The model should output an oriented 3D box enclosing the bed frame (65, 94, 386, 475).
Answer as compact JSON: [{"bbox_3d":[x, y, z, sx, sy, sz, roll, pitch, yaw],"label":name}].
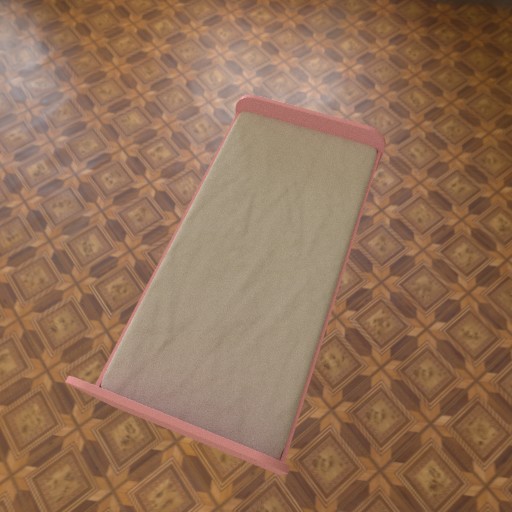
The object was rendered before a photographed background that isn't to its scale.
[{"bbox_3d":[0.000,0.000,2.474,0.998,0.805,1.963,18,65,9],"label":"bed frame"}]
